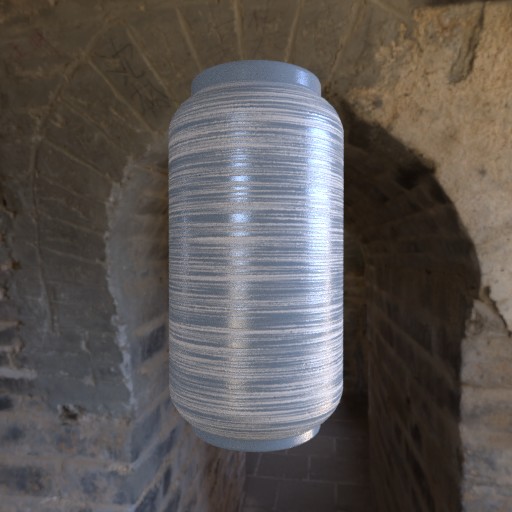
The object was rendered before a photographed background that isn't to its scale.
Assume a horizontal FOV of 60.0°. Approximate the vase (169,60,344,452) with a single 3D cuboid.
[{"bbox_3d":[0.000,0.000,0.301,0.116,0.230,0.116,0,1,0],"label":"vase"}]
